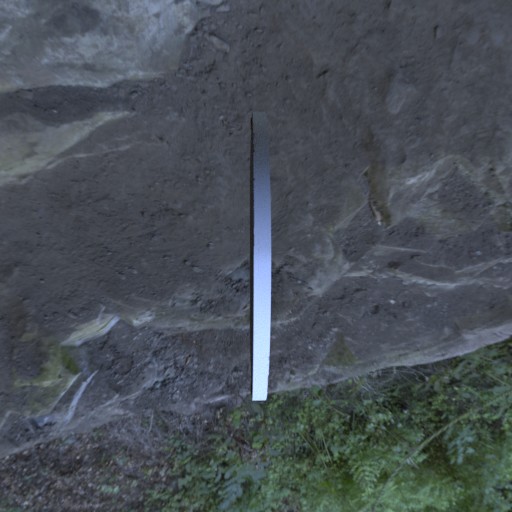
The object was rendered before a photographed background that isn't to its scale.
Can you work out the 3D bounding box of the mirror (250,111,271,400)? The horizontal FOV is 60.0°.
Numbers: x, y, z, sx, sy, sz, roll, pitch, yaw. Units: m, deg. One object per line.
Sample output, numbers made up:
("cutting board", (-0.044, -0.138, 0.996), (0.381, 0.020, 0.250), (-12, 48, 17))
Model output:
("mirror", (0.000, 0.000, 1.189), (0.032, 0.920, 0.660), (0, 90, -1))
